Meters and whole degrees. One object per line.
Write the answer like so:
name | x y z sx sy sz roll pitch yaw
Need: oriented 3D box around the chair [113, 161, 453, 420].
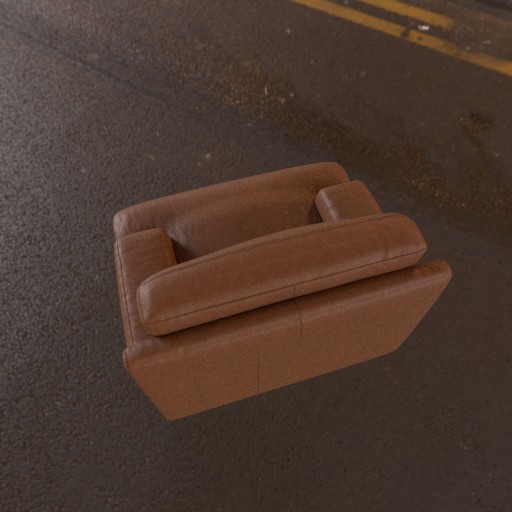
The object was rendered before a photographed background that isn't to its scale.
chair | 0.000 0.000 2.058 1.276 0.978 1.050 -15 59 -9
